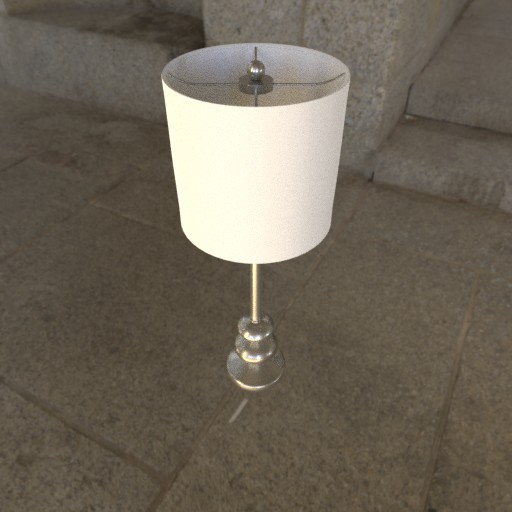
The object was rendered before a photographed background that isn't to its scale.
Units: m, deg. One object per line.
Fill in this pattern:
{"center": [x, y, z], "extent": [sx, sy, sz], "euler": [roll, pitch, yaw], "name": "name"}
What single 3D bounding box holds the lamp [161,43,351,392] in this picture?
{"center": [0.000, 0.000, 0.817], "extent": [0.254, 0.690, 0.254], "euler": [0, 41, 0], "name": "lamp"}
